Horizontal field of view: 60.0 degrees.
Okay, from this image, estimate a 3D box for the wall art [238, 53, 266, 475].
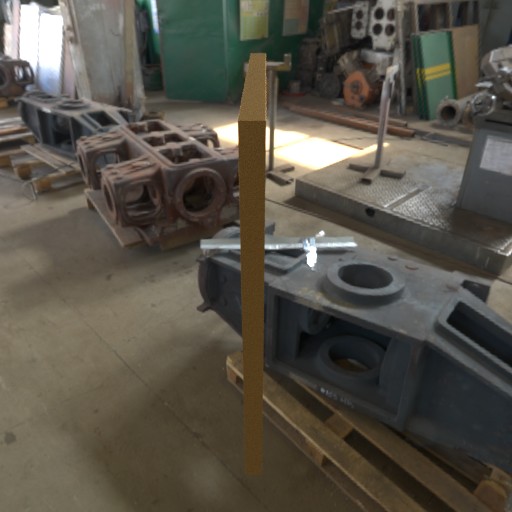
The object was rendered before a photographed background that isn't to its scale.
[{"bbox_3d":[0.000,0.000,1.065,0.038,0.812,0.610,1,32,1],"label":"wall art"}]
